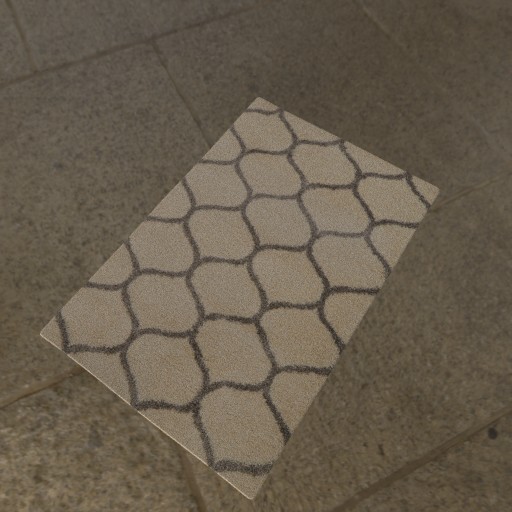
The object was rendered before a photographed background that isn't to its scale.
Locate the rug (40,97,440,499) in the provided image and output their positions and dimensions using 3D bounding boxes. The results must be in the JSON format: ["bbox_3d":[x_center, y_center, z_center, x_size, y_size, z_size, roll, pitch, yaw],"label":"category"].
[{"bbox_3d":[0.000,0.000,3.344,1.801,0.026,2.701,32,68,14],"label":"rug"}]
